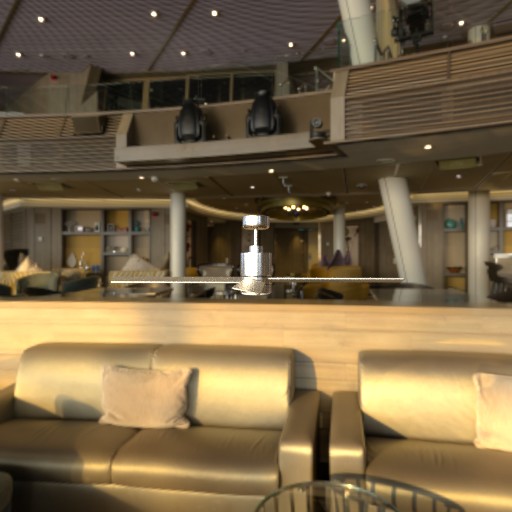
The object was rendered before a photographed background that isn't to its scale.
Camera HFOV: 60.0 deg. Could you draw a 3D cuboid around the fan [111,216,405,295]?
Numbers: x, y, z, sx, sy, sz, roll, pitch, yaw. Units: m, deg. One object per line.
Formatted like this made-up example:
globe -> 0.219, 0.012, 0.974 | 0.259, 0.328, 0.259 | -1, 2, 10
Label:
fan -> 0.000, 0.000, 2.016 | 1.322, 0.355, 1.322 | 0, 0, 3
